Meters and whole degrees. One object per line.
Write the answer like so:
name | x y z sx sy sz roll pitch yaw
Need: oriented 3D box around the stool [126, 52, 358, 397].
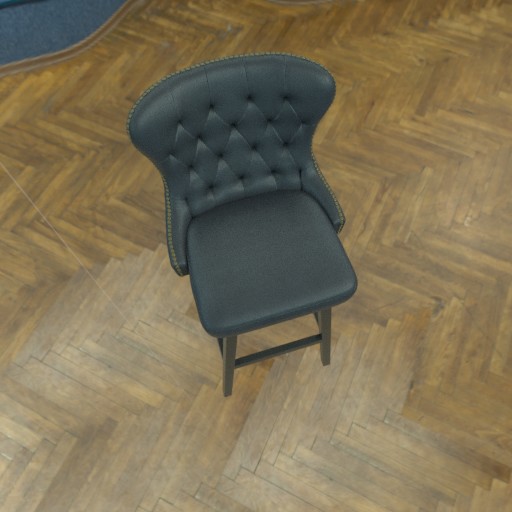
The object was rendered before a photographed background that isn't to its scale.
stool | 0.000 0.000 1.415 0.528 1.050 0.601 -15 64 -8
